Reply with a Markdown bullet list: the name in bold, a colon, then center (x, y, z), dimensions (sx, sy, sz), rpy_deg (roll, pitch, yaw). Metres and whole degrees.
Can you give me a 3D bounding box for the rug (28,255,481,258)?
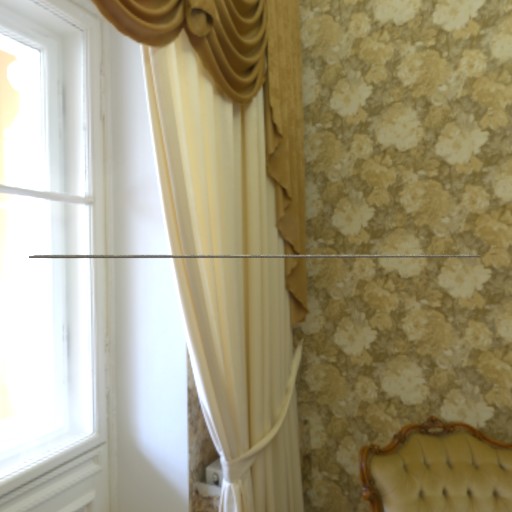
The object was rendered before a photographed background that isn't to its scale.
- **rug**: center (0.000, 0.000, 1.415), dimensions (1.219, 0.007, 0.604), rpy_deg (0, 0, -19)
